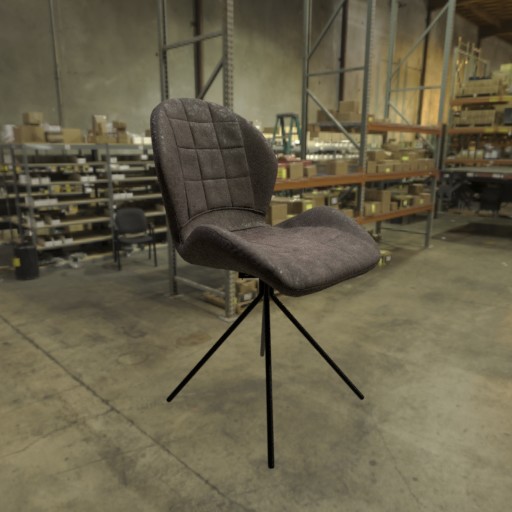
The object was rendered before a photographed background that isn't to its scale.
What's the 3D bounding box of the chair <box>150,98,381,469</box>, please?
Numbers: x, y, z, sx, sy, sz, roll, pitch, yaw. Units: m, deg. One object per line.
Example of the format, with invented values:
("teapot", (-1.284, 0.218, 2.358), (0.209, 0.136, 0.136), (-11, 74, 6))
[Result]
("chair", (0.000, 0.000, 1.326), (0.640, 0.934, 0.527), (13, 19, 42))
